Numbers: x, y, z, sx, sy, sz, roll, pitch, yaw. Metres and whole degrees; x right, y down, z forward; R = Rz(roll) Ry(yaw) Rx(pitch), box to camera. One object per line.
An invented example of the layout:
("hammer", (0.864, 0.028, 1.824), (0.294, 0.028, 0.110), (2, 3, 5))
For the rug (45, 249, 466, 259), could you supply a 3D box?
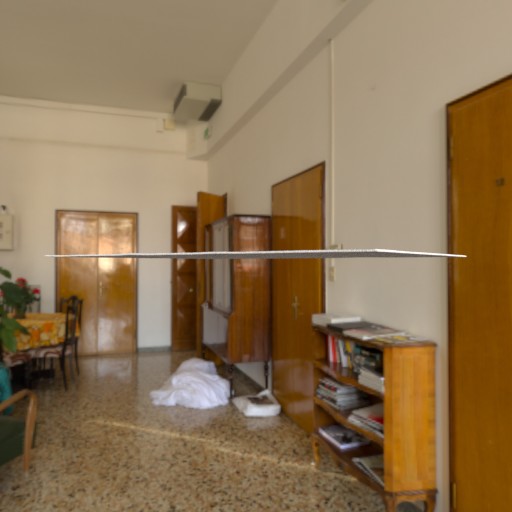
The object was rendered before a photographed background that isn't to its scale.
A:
("rug", (0.000, 0.000, 4.350), (3.359, 0.020, 2.448), (-1, -1, 36))
